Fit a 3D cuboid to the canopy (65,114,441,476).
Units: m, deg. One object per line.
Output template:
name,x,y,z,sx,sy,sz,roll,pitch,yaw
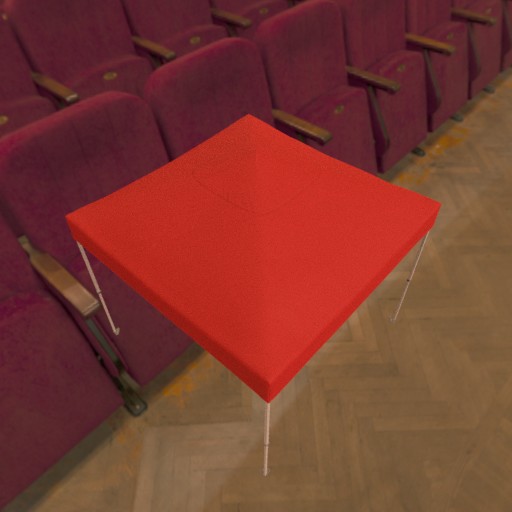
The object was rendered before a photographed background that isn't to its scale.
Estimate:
canopy,0.000,0.000,5.469,2.996,2.997,2.998,33,55,27
